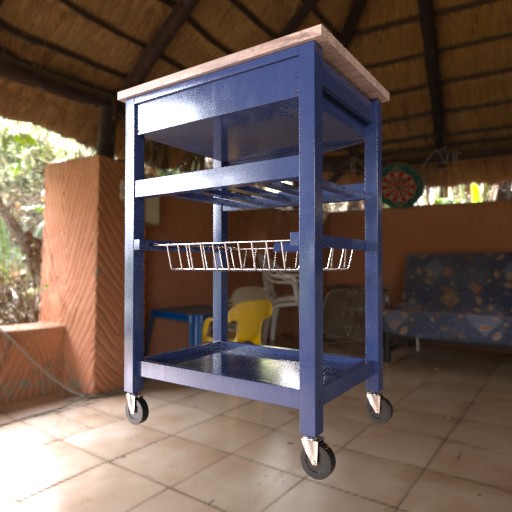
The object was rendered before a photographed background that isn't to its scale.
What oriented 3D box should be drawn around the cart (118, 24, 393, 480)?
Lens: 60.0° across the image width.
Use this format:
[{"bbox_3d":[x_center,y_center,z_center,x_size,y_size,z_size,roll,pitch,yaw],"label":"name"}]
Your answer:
[{"bbox_3d":[0.000,0.000,1.128,0.584,0.839,0.403,-1,-1,34],"label":"cart"}]
